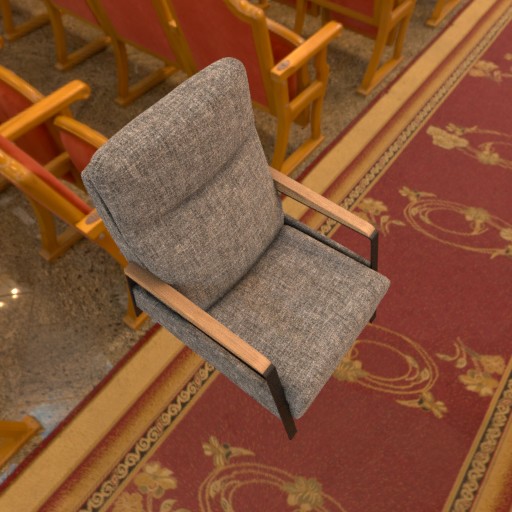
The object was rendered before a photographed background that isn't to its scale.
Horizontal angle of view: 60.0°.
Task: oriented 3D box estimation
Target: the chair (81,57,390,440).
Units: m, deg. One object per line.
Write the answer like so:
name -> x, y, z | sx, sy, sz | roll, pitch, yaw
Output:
chair -> 0.000, 0.000, 1.584 | 0.868, 1.042, 0.671 | 33, 64, 19
